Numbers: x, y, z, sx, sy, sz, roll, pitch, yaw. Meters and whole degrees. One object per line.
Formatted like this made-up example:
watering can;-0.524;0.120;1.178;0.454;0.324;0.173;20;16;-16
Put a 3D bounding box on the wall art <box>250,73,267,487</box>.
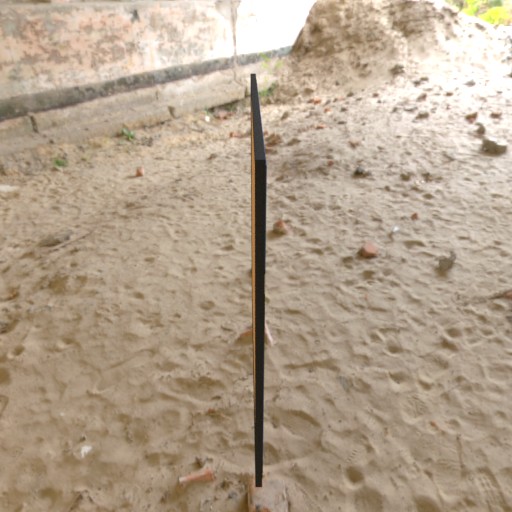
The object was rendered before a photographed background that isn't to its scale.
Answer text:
wall art;0.000;0.000;0.987;0.015;0.663;0.664;-1;31;-1
